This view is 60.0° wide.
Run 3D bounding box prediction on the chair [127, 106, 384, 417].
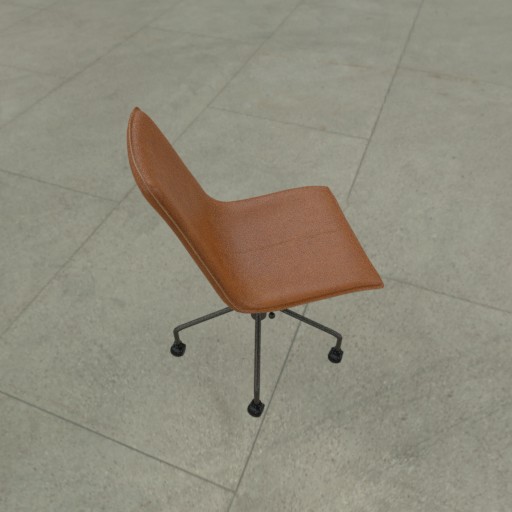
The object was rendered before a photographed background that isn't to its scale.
[{"bbox_3d":[0.000,0.000,1.385,0.660,0.920,0.651,-11,49,-9],"label":"chair"}]
